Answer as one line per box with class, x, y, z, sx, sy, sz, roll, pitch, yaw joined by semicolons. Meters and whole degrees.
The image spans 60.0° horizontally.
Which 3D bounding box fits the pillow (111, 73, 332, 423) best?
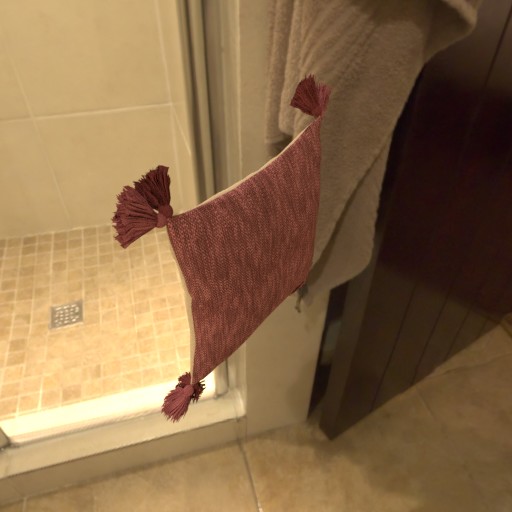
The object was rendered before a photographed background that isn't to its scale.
pillow;0.000;0.000;0.995;0.138;0.659;0.641;27;49;27
